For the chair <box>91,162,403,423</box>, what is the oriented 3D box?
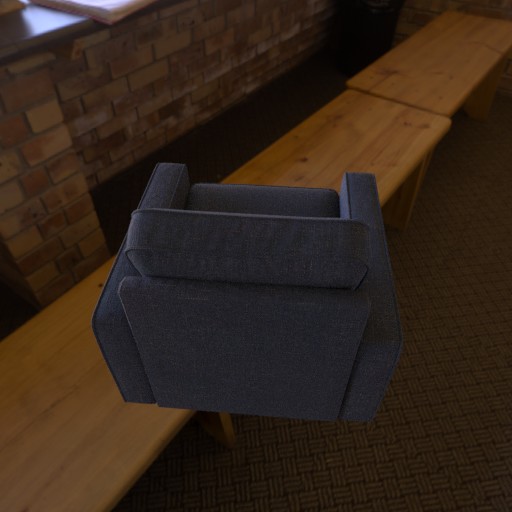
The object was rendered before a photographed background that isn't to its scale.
[{"bbox_3d":[0.000,0.000,1.775,1.017,0.919,0.940,4,46,3],"label":"chair"}]
